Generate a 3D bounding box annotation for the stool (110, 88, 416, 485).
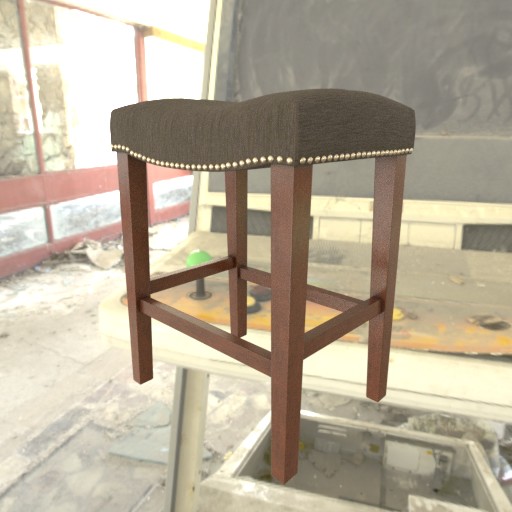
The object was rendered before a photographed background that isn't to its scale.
[{"bbox_3d":[0.000,0.000,0.956,0.504,0.654,0.372,15,22,41],"label":"stool"}]
